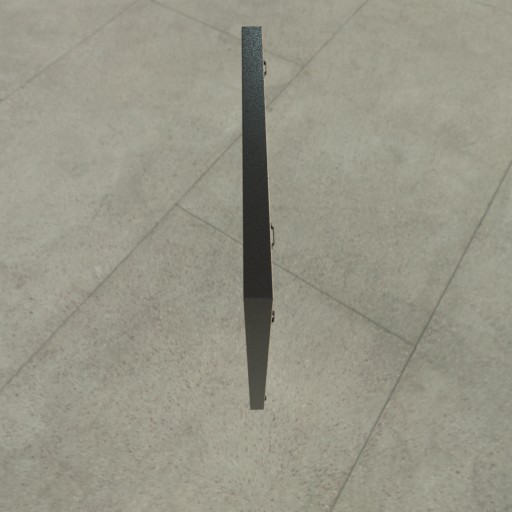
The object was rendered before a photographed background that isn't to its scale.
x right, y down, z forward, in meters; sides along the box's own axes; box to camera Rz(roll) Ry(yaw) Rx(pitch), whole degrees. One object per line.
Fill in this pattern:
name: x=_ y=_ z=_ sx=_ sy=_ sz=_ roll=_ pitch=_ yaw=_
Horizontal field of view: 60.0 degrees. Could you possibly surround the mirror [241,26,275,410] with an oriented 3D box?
mirror: x=0.000 y=0.000 z=0.947 sx=0.040 sy=0.710 sz=0.507 roll=-1 pitch=61 yaw=-1
